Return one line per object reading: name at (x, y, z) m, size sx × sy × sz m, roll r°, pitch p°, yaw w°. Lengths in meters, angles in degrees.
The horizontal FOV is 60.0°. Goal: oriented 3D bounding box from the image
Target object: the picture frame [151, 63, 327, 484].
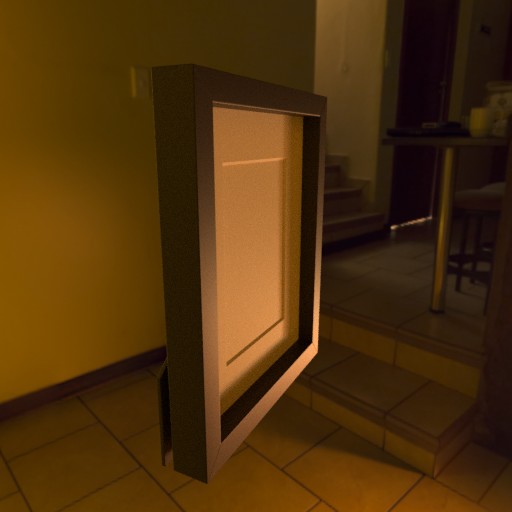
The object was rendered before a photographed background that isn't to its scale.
picture frame at (0.000, 0.000, 0.395) m, size 0.042 × 0.284 × 0.232 m, roll 8°, pitch 17°, yaw 27°
